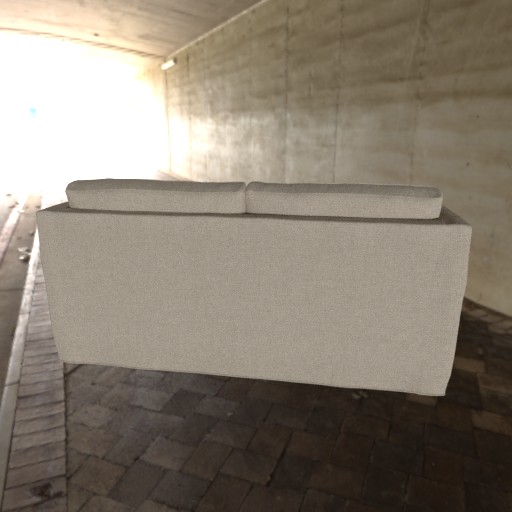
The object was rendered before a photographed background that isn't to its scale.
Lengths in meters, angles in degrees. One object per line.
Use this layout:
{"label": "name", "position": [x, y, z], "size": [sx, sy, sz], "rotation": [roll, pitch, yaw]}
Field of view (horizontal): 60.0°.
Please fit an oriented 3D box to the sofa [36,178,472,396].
{"label": "sofa", "position": [0.000, 0.000, 2.241], "size": [1.766, 0.828, 0.956], "rotation": [3, 17, 9]}
